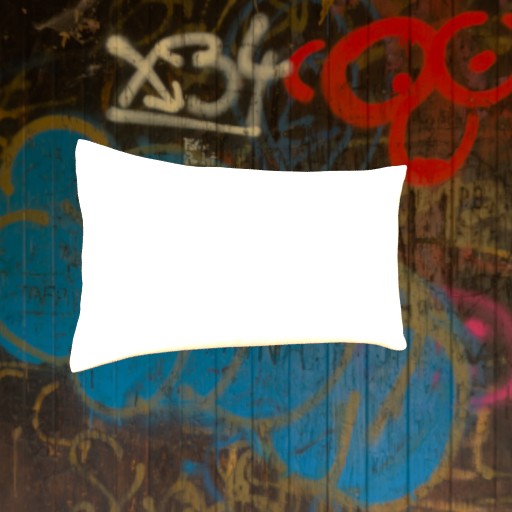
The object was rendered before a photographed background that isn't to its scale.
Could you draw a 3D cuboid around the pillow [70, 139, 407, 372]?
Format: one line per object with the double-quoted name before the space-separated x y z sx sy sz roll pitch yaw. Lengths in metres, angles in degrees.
"pillow" 0.000 0.000 0.649 0.506 0.305 0.139 0 0 -17
